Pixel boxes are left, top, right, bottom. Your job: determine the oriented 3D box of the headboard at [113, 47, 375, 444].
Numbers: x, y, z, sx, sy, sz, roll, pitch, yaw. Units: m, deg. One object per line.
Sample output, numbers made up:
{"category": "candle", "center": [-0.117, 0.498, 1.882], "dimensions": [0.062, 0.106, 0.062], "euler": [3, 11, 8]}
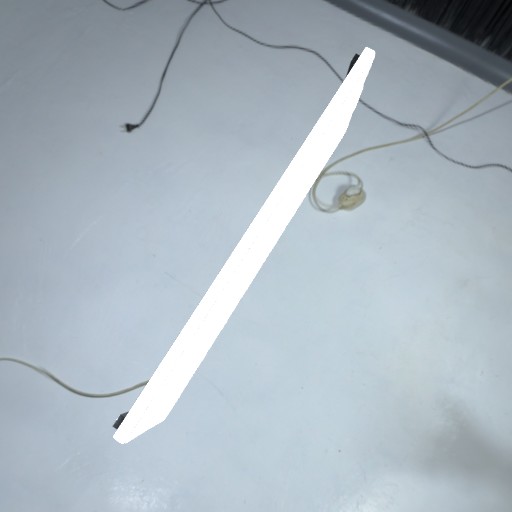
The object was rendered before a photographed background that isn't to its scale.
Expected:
{"category": "headboard", "center": [0.000, 0.000, 2.862], "dimensions": [0.120, 1.410, 2.362], "euler": [31, 78, 7]}
